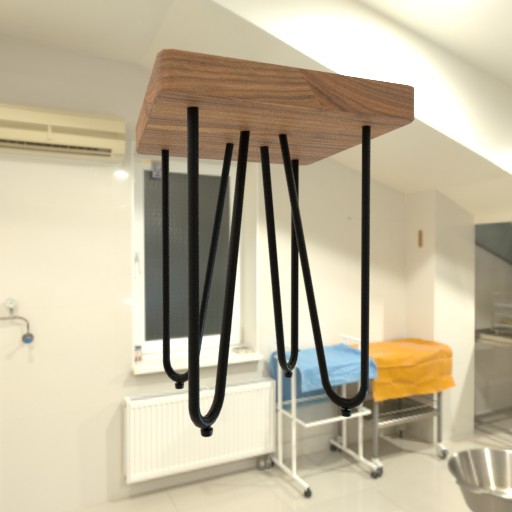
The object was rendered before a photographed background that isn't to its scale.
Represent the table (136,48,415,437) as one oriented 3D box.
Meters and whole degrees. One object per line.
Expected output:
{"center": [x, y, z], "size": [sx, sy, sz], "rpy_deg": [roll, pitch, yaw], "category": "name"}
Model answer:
{"center": [0.000, 0.000, 0.978], "size": [0.480, 0.641, 0.479], "rpy_deg": [0, 1, -19], "category": "table"}
